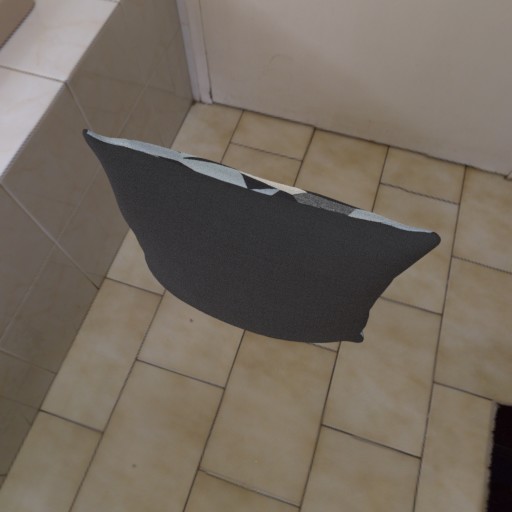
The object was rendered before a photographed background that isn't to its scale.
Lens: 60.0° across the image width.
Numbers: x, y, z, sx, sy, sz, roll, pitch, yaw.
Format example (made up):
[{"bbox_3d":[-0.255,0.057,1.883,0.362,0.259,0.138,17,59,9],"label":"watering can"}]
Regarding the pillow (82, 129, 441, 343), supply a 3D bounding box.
[{"bbox_3d":[0.000,0.000,0.787,0.503,0.496,0.208,19,67,8],"label":"pillow"}]
